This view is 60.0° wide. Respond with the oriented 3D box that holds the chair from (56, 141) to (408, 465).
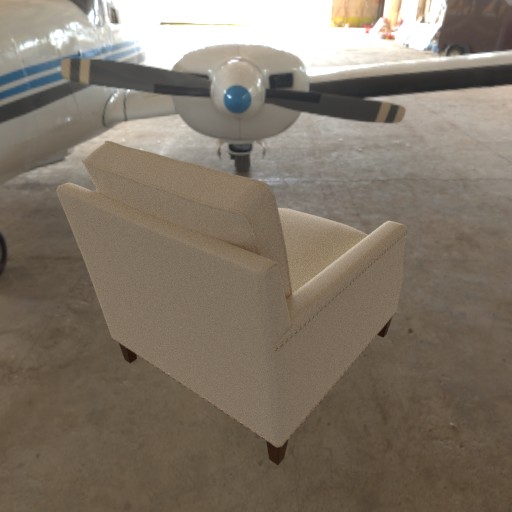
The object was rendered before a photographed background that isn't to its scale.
[{"bbox_3d":[0.000,0.000,1.695,0.853,0.943,1.014,21,36,33],"label":"chair"}]
